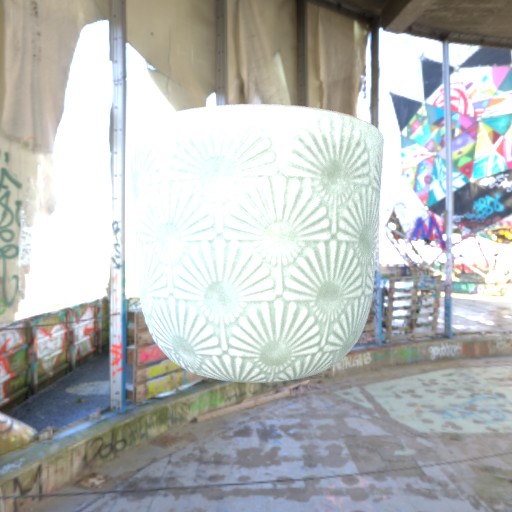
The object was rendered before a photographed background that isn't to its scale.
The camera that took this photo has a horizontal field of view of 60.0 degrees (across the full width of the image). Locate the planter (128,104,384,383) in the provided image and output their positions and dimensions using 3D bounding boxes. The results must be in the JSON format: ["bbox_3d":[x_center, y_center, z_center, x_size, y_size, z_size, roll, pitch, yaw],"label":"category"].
[{"bbox_3d":[0.000,0.000,0.305,0.170,0.152,0.170,0,0,0],"label":"planter"}]
